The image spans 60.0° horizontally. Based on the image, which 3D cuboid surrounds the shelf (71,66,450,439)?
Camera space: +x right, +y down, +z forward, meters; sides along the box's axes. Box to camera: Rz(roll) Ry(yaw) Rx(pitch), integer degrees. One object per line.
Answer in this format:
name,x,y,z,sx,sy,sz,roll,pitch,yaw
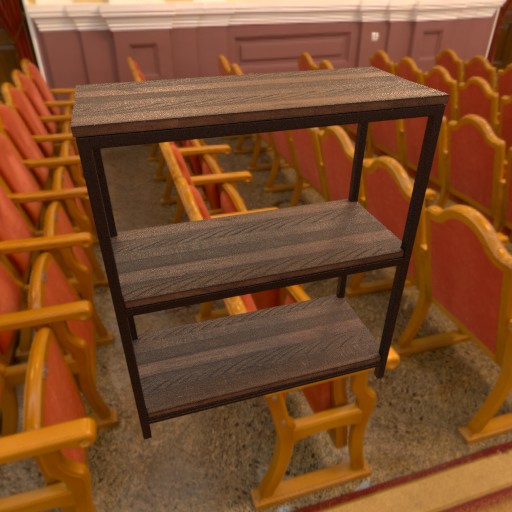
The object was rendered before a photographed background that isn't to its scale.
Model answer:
shelf,0.000,0.000,1.316,0.822,0.947,0.352,-10,34,-14
